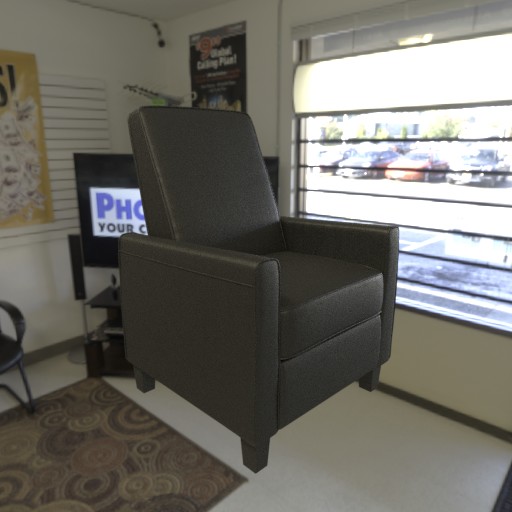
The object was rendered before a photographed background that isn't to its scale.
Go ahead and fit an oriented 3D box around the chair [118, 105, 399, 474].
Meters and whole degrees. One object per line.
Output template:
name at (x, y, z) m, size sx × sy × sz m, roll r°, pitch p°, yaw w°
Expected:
chair at (0.000, 0.000, 1.543) m, size 0.705 × 1.013 × 0.746 m, roll -14°, pitch 20°, yaw -43°
